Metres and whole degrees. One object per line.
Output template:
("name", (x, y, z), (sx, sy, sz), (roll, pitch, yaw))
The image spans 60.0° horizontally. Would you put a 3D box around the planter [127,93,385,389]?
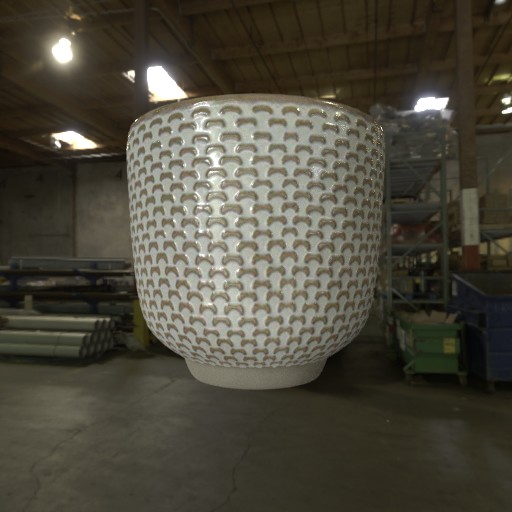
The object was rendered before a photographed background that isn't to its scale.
("planter", (0.000, 0.000, 0.246), (0.139, 0.130, 0.139), (0, -2, 0))
